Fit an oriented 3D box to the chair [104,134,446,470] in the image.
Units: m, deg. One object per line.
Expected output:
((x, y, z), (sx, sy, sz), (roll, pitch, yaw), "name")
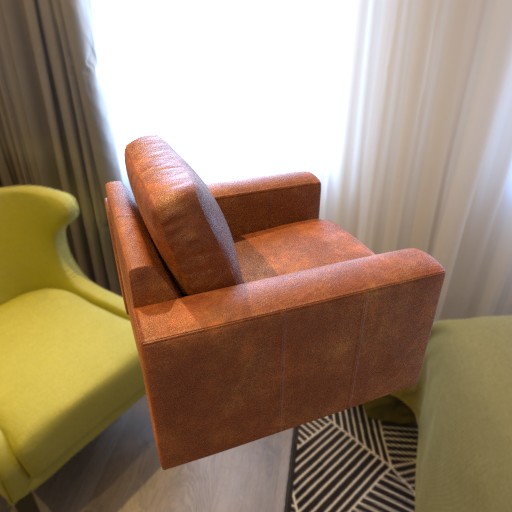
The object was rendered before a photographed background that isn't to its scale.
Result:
((0.000, 0.000, 1.731), (1.016, 0.873, 1.005), (-11, 33, -18), "chair")
